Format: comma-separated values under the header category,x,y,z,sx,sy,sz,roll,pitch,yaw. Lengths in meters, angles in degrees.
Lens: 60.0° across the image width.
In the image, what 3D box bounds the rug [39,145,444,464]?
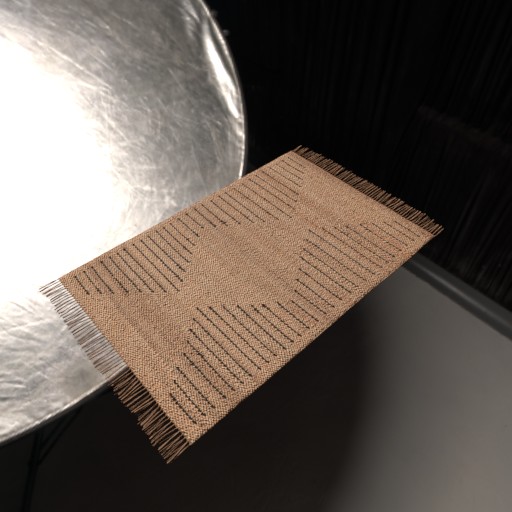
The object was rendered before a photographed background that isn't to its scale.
category,x,y,z,sx,sy,sz,roll,pitch,yaw
rug,0.000,0.000,2.562,2.085,0.027,1.224,-34,55,-27
